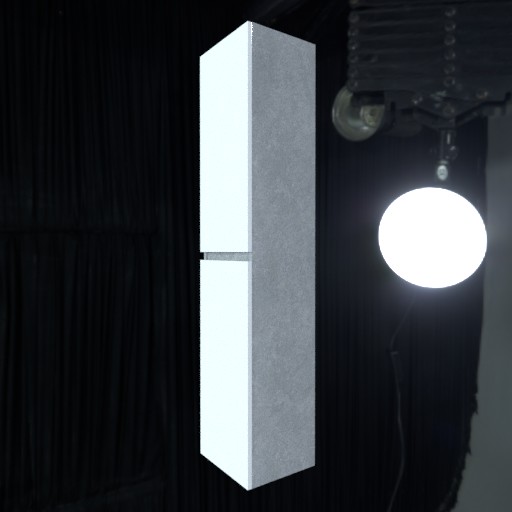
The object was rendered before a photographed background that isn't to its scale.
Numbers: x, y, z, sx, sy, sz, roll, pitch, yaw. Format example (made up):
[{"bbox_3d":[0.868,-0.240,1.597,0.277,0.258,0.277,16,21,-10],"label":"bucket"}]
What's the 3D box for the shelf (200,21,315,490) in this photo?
[{"bbox_3d":[0.000,0.000,1.521,0.270,1.400,0.300,0,1,-35],"label":"shelf"}]
